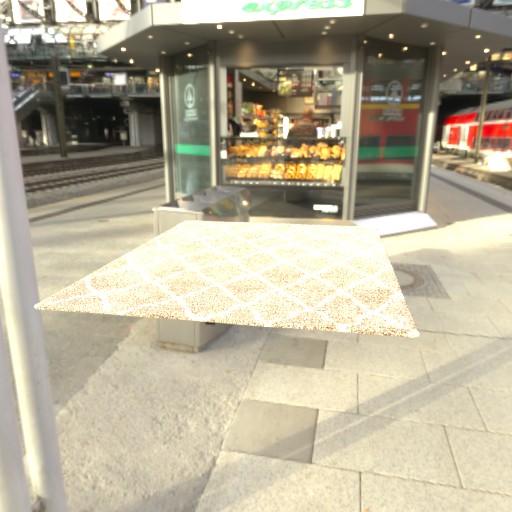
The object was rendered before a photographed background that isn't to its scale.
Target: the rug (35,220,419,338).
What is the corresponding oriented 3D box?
[{"bbox_3d":[0.000,0.000,4.149,2.438,0.029,3.047,3,16,10],"label":"rug"}]
